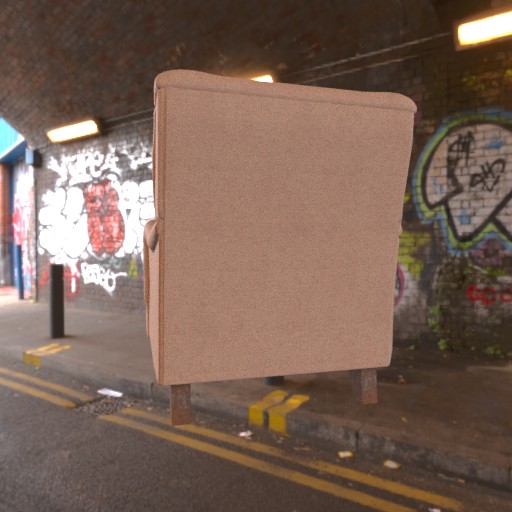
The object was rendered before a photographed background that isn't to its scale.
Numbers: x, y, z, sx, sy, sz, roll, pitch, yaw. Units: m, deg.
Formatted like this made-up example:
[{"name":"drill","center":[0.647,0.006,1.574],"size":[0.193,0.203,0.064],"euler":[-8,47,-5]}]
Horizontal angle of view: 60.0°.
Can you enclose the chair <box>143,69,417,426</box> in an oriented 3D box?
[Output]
[{"name":"chair","center":[0.000,0.000,1.815],"size":[0.879,1.119,0.953],"euler":[0,1,-16]}]
